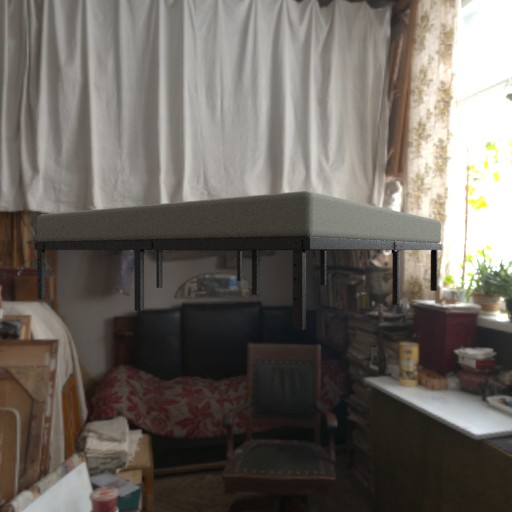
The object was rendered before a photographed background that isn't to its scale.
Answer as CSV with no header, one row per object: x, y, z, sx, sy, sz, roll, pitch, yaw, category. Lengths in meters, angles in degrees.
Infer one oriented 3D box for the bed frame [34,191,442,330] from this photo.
0.000,0.000,3.908,2.526,0.680,2.635,0,1,36,bed frame
